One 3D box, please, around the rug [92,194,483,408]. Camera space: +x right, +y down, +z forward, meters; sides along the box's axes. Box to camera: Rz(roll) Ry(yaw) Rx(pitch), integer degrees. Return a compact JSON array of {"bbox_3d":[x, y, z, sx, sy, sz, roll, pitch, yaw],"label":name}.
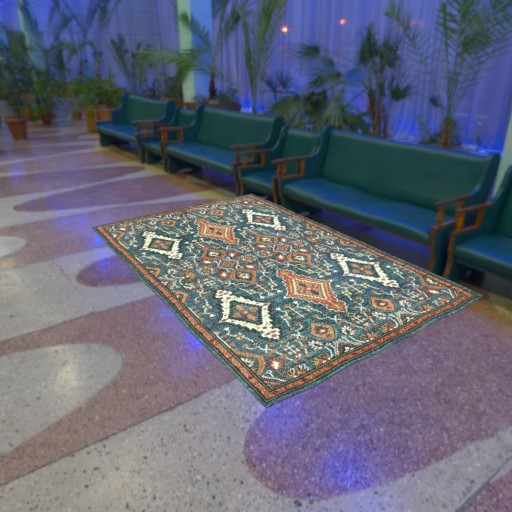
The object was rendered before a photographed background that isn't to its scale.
[{"bbox_3d":[0.000,0.000,4.267,2.190,0.008,3.371,-16,30,-31],"label":"rug"}]
